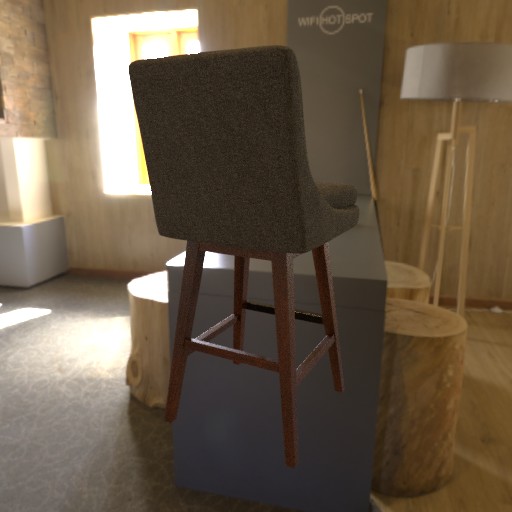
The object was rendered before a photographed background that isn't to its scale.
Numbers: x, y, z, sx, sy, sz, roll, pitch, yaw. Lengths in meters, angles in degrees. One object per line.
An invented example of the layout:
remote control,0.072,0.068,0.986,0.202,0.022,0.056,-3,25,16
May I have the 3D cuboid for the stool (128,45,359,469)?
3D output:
stool,0.000,0.000,1.350,0.489,1.068,0.572,8,17,27
